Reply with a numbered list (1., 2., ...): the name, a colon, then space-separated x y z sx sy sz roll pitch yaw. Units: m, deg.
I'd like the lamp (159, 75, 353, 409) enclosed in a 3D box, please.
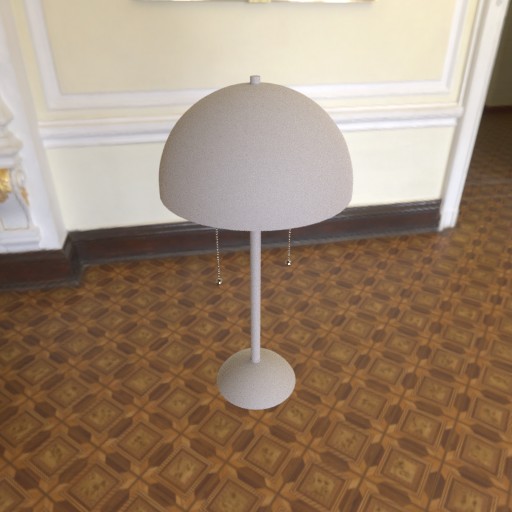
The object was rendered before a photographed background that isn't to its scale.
1. lamp: 0.000 0.000 0.435 0.171 0.330 0.171 0 30 0
